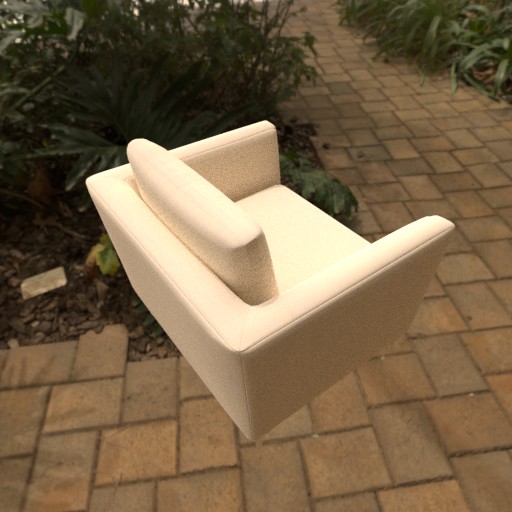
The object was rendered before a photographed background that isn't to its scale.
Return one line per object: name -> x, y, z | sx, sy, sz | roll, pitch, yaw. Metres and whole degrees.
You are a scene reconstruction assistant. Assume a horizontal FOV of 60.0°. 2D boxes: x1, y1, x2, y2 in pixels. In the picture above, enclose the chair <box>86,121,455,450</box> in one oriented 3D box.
chair -> 0.000, 0.000, 1.721 | 0.889, 0.865, 1.041 | -26, 47, -27
